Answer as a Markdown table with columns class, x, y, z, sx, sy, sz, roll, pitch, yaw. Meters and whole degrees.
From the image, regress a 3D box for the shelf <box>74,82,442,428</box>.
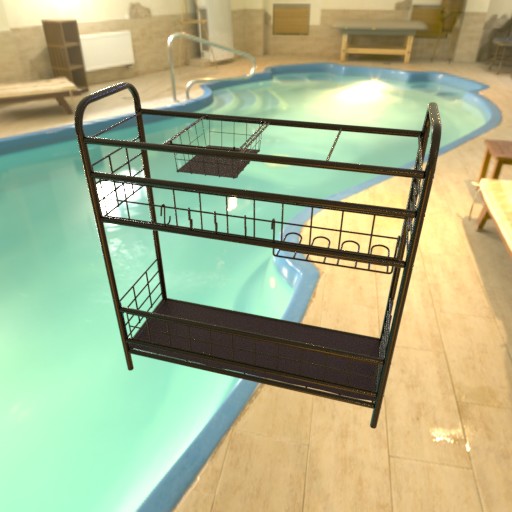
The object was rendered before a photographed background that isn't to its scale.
| class | x | y | z | sx | sy | sz | roll | pitch | yaw |
| --- | --- | --- | --- | --- | --- | --- | --- | --- | --- |
| shelf | 0.000 | 0.000 | 1.495 | 0.961 | 1.026 | 0.350 | 9 | 34 | 14 |
